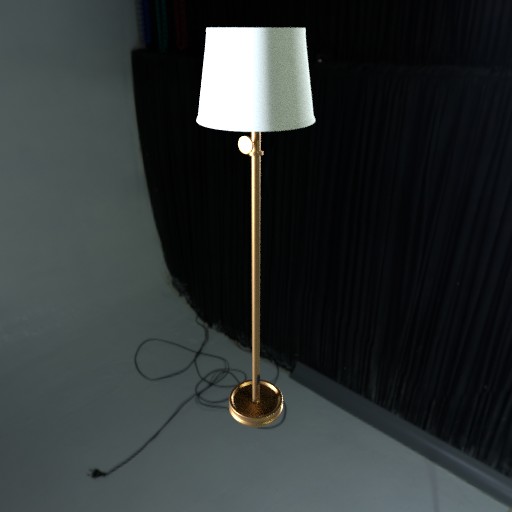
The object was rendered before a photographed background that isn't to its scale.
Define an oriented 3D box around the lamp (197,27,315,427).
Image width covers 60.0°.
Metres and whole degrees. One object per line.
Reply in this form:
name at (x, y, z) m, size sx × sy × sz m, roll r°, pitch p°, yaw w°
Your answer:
lamp at (0.000, 0.000, 0.777) m, size 0.178 × 0.710 × 0.178 m, roll 0°, pitch 27°, yaw 0°
